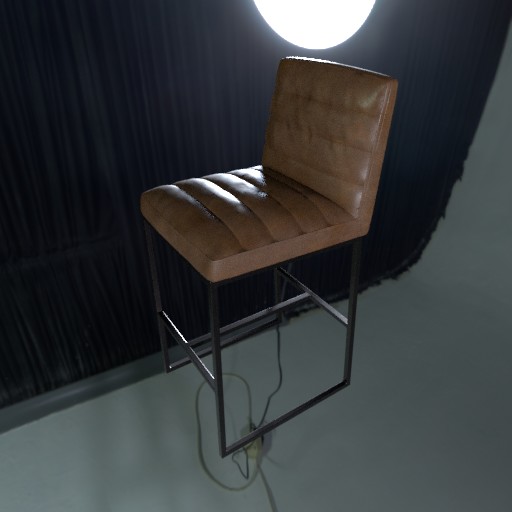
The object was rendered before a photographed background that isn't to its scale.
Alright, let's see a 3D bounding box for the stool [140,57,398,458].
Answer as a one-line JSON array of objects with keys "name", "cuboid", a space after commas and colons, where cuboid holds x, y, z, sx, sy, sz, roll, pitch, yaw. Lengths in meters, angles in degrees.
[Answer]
[{"name": "stool", "cuboid": [0.000, 0.000, 1.370, 0.562, 1.065, 0.463, -19, 37, -28]}]
